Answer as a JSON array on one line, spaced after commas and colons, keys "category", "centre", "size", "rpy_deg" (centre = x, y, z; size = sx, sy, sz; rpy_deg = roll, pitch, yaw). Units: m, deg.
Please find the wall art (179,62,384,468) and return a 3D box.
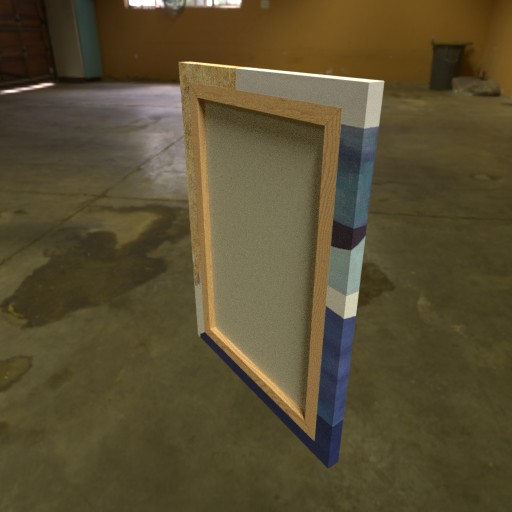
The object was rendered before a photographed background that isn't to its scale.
[{"category": "wall art", "centre": [0.000, 0.000, 0.788], "size": [0.026, 0.613, 0.458], "rpy_deg": [-18, 32, -31]}]
